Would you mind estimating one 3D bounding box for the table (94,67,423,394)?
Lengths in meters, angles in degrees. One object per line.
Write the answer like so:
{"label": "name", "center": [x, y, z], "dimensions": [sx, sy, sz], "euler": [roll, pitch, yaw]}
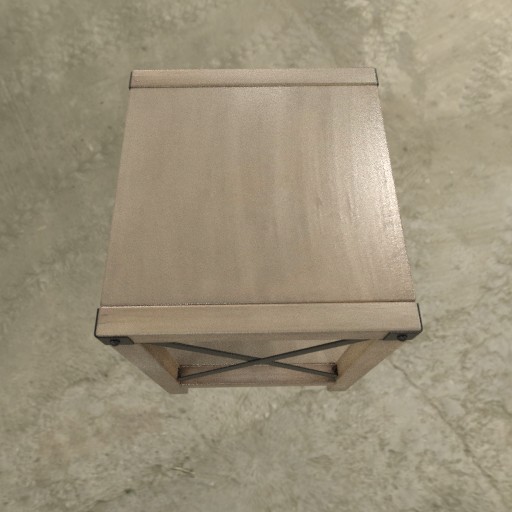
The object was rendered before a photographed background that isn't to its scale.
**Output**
{"label": "table", "center": [0.000, 0.000, 0.954], "dimensions": [0.459, 0.561, 0.510], "euler": [-1, 65, 0]}
